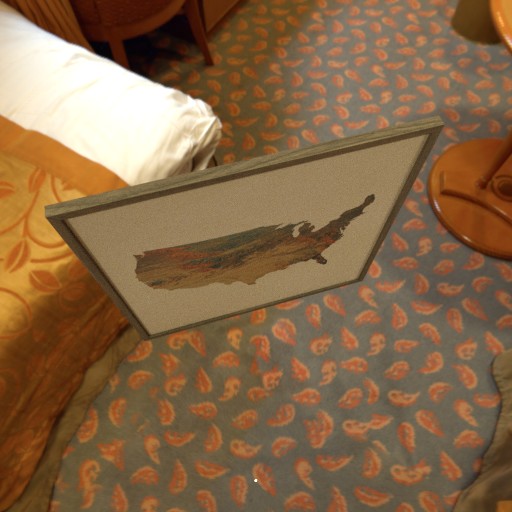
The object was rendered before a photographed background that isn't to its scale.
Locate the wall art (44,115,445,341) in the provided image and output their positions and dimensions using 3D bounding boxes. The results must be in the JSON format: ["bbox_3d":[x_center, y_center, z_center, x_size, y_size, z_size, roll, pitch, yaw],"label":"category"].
[{"bbox_3d":[0.000,0.000,0.770,0.508,0.507,0.016,-15,64,-7],"label":"wall art"}]
